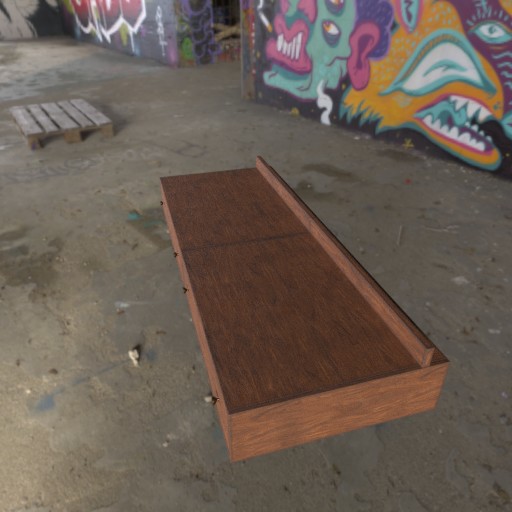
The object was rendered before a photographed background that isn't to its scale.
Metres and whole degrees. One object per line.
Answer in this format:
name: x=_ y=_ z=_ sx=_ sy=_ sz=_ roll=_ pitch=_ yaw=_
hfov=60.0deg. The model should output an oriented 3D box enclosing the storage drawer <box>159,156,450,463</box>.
storage drawer: x=0.000 y=0.000 z=2.197 sx=0.774 sy=0.339 sz=1.914 roll=-9 pitch=33 yaw=-14
